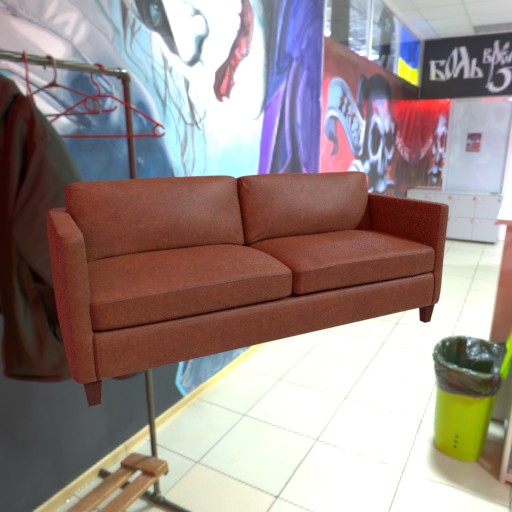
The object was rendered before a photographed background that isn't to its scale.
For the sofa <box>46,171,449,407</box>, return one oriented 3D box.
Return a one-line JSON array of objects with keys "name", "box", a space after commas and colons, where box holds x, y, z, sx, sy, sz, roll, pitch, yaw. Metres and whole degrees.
[{"name": "sofa", "box": [0.000, 0.000, 2.656, 2.204, 0.932, 0.950, -7, 16, -26]}]
